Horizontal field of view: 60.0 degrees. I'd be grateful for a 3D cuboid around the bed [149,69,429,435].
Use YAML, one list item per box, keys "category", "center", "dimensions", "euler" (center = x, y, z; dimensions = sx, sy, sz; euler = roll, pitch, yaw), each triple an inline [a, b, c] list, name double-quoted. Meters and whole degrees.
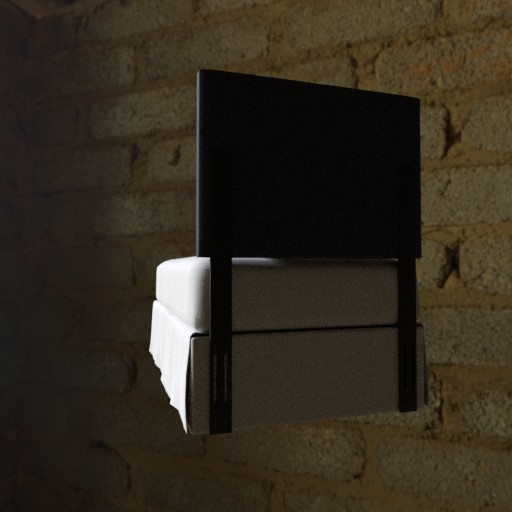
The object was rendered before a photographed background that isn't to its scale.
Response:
- category: "bed"
  center: [0.000, 0.000, 2.983]
  dimensions: [1.261, 1.571, 1.997]
  euler: [0, -1, -18]
